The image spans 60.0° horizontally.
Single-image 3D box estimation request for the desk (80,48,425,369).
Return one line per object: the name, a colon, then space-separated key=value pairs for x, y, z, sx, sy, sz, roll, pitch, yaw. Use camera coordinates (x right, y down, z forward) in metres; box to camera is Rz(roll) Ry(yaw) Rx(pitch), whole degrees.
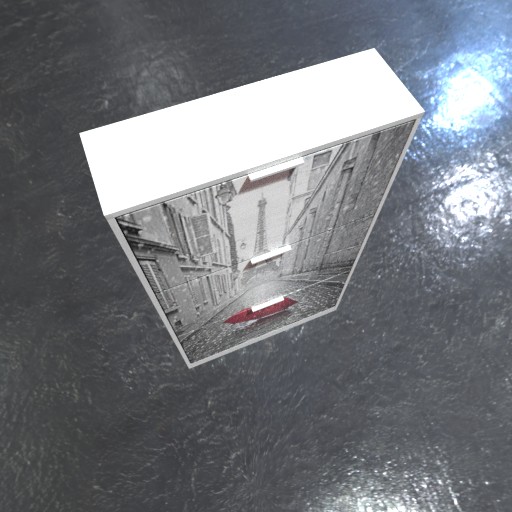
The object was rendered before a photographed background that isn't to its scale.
desk: x=0.000 y=0.000 z=1.569 sx=0.750 sy=1.280 sz=0.250 roll=-20 pitch=64 yaw=-10
